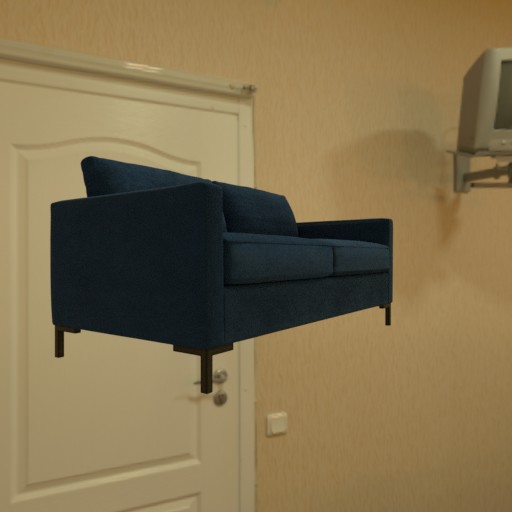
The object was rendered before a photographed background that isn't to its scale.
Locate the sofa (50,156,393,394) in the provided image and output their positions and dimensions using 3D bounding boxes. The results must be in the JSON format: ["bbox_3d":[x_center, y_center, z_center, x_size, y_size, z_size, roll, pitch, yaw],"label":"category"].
[{"bbox_3d":[0.000,0.000,2.194,0.875,0.817,1.676,0,0,36],"label":"sofa"}]
